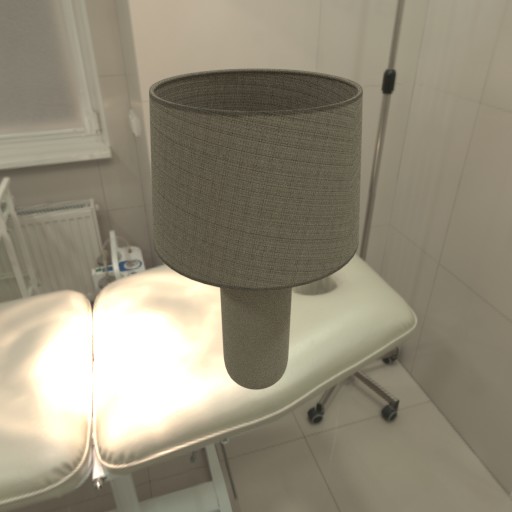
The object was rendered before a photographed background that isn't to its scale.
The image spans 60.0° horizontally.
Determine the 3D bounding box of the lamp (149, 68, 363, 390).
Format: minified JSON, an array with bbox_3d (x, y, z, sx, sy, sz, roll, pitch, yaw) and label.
[{"bbox_3d":[0.000,0.000,0.834,0.367,0.609,0.367,0,32,0],"label":"lamp"}]
